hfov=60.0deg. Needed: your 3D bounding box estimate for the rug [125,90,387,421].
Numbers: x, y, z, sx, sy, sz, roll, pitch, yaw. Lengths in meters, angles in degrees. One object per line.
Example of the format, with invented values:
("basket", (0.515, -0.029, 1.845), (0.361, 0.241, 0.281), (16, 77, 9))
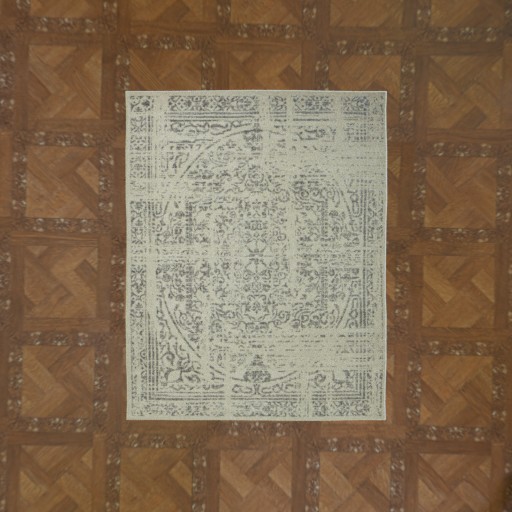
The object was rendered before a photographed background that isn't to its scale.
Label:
("rug", (0.000, 0.000, 3.910), (2.311, 0.032, 2.921), (0, 91, 0))
